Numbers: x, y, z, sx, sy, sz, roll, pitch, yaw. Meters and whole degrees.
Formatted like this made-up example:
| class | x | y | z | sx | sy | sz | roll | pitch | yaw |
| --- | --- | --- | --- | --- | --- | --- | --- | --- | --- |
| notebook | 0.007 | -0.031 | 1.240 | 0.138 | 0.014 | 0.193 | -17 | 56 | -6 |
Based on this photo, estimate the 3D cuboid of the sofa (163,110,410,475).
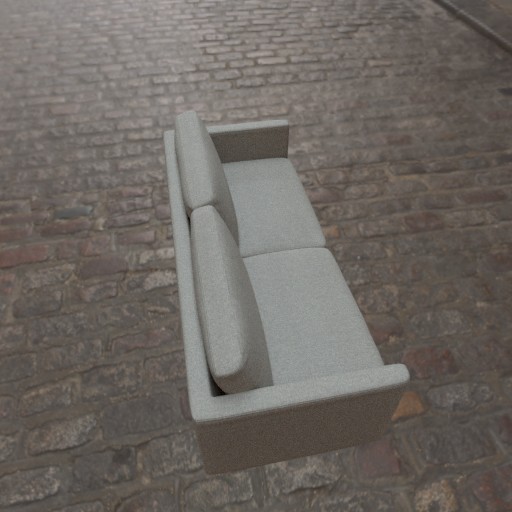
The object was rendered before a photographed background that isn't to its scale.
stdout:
| class | x | y | z | sx | sy | sz | roll | pitch | yaw |
| --- | --- | --- | --- | --- | --- | --- | --- | --- | --- |
| sofa | 0.000 | 0.000 | 2.711 | 0.956 | 0.963 | 2.208 | -8 | 47 | -8 |
